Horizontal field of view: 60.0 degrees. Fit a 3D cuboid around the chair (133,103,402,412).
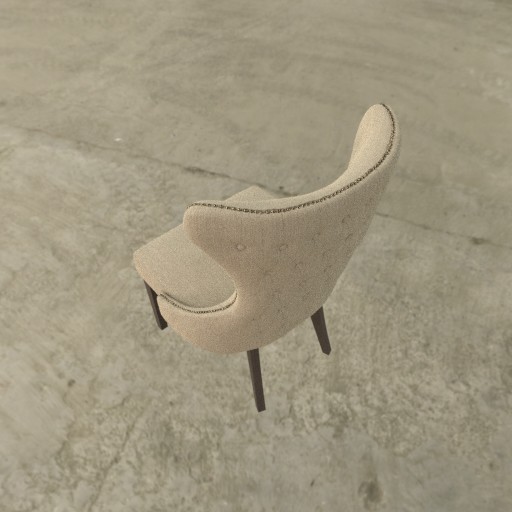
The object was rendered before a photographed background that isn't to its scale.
[{"bbox_3d":[0.000,0.000,1.387,0.628,0.967,0.635,-33,56,-26],"label":"chair"}]
